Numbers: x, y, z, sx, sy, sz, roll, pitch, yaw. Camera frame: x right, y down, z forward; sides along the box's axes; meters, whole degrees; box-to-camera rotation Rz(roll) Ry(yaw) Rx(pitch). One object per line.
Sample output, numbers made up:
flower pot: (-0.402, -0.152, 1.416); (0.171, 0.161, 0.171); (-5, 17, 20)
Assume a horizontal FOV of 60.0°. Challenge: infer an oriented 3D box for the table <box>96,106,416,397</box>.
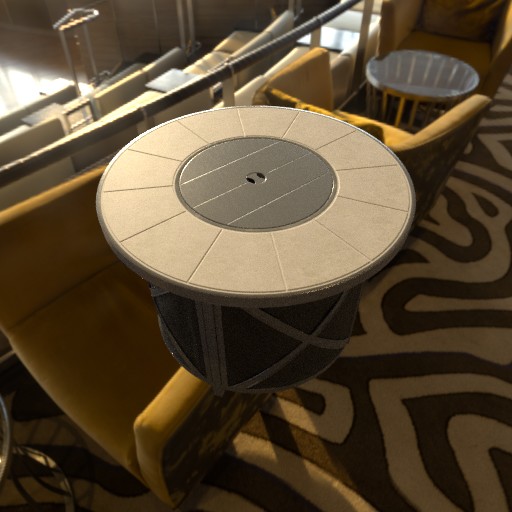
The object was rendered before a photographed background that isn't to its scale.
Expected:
table: (0.000, 0.000, 1.538); (0.914, 0.650, 0.914); (0, 45, 0)
